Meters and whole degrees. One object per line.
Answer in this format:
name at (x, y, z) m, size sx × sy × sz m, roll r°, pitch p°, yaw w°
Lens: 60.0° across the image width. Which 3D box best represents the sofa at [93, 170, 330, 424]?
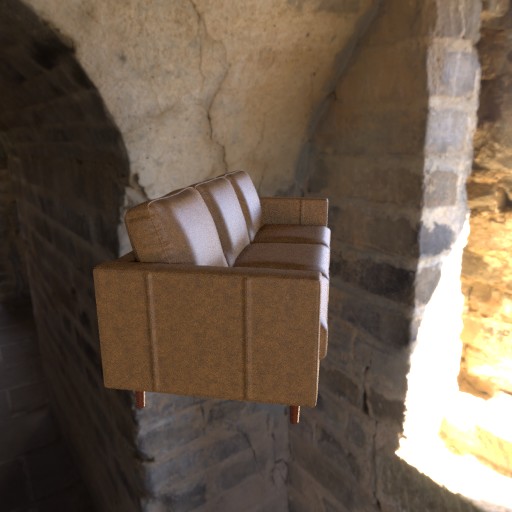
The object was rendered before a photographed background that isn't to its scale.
sofa at (0.000, 0.000, 2.746) m, size 0.903 × 0.930 × 2.231 m, roll 2°, pitch 15°, yaw 9°
